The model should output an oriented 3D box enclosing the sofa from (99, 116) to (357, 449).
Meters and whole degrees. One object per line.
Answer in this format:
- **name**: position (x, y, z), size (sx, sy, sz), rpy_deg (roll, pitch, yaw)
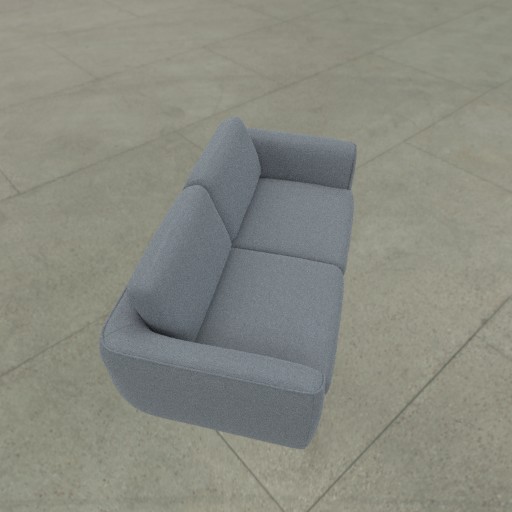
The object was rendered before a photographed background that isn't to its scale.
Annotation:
- **sofa**: position (0.000, 0.000, 2.250), size (0.920, 0.850, 1.700), rpy_deg (9, 46, 9)
